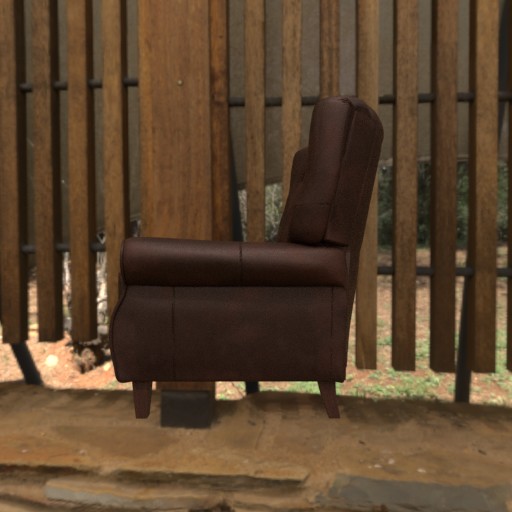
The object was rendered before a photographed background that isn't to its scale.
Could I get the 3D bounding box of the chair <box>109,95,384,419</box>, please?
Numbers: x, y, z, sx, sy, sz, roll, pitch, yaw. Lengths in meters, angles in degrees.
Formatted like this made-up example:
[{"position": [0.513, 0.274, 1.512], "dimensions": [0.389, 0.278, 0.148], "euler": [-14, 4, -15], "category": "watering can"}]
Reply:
[{"position": [0.000, 0.000, 1.918], "dimensions": [1.058, 1.158, 0.948], "euler": [0, 1, 0], "category": "chair"}]
